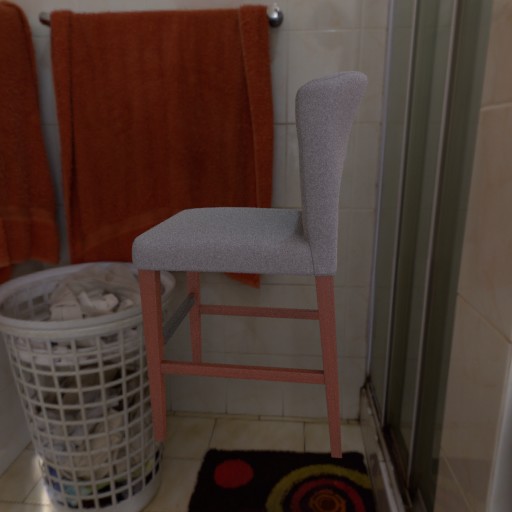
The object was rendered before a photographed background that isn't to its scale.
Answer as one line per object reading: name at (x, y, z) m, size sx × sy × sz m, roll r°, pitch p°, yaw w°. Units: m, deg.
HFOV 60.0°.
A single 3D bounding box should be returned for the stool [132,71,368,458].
stool at (0.000, 0.000, 1.282) m, size 0.568 × 0.968 × 0.481 m, roll 2°, pitch 15°, yaw 7°
